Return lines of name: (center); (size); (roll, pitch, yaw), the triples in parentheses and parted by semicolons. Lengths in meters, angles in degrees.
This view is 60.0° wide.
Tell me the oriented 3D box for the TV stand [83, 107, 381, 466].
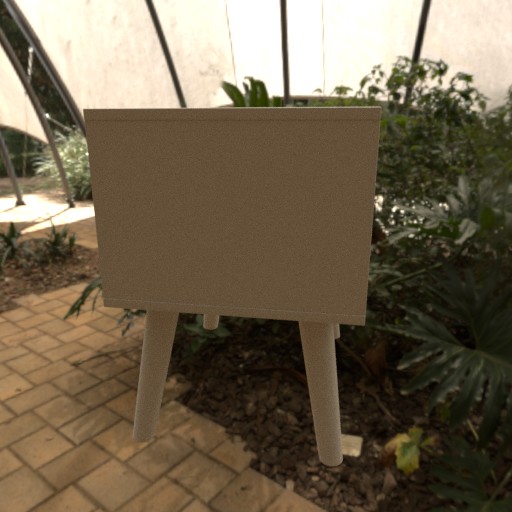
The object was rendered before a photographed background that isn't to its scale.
TV stand: (0.000, 0.000, 0.907); (0.405, 0.559, 0.508); (3, 17, 9)
